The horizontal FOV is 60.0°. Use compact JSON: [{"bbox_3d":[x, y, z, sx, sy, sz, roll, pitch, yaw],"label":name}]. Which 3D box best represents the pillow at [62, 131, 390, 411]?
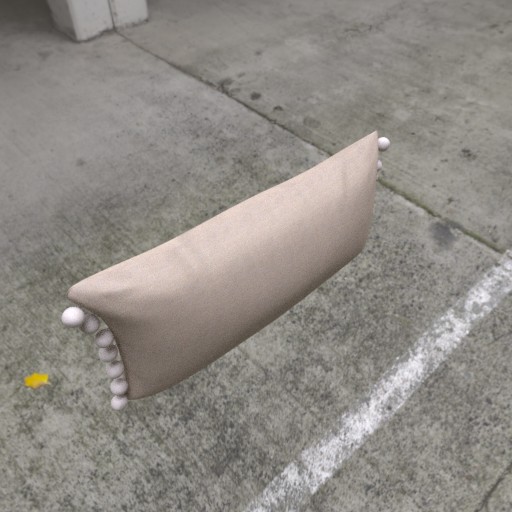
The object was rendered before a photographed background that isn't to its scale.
[{"bbox_3d":[0.000,0.000,0.848,0.709,0.322,0.201,-32,53,-28],"label":"pillow"}]
